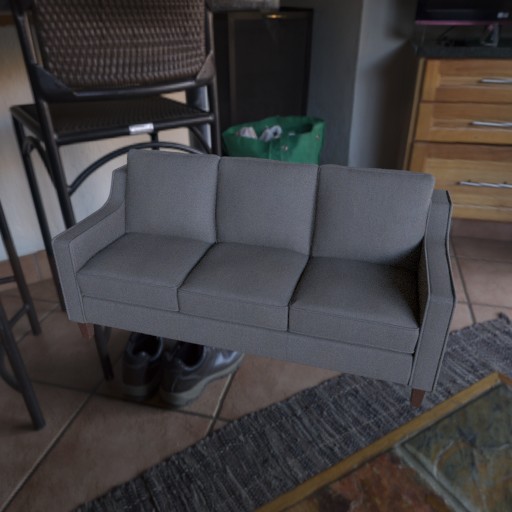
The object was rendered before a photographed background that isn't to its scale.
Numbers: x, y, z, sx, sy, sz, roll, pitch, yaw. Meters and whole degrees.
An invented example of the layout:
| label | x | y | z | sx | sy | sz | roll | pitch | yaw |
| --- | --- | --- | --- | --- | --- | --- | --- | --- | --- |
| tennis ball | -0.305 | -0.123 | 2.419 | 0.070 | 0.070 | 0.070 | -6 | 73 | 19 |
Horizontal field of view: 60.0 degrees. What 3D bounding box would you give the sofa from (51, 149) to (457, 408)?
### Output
| label | x | y | z | sx | sy | sz | roll | pitch | yaw |
| --- | --- | --- | --- | --- | --- | --- | --- | --- | --- |
| sofa | 0.000 | 0.000 | 2.507 | 1.986 | 0.974 | 0.911 | 8 | 29 | 14 |
